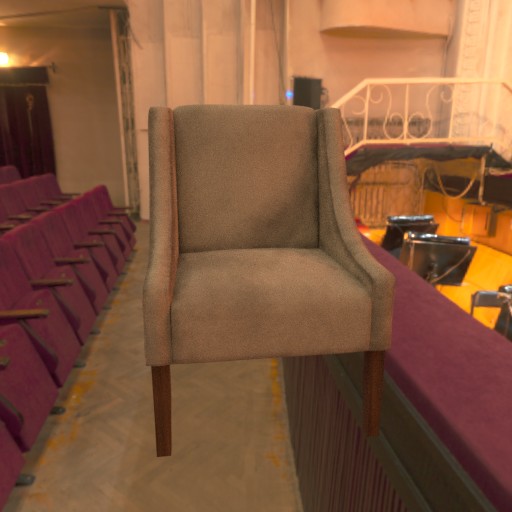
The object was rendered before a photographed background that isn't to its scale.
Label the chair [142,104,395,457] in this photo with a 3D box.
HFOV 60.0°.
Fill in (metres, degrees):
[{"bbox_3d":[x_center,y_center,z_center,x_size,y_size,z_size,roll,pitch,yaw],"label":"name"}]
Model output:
[{"bbox_3d":[0.000,0.000,1.336,0.629,0.895,0.629,-2,15,-8],"label":"chair"}]
